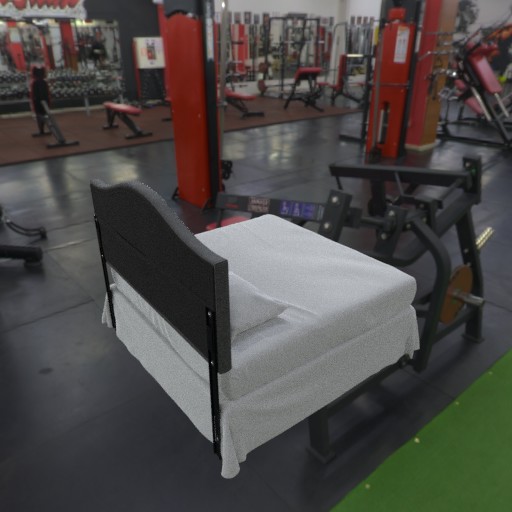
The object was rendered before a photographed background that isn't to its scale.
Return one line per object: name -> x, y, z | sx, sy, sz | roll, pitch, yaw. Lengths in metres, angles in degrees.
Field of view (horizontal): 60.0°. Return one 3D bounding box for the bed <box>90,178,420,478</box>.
bed -> 0.000, 0.000, 3.871 | 2.219, 1.651, 2.314 | -18, 31, -33
